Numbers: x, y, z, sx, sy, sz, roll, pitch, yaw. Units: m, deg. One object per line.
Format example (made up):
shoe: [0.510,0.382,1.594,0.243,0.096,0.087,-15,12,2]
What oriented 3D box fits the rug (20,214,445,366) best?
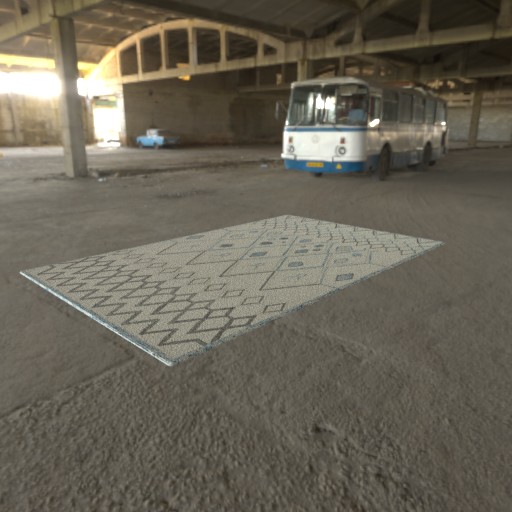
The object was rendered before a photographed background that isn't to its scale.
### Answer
rug: [0.000,0.000,2.941,1.524,0.015,2.439,15,22,42]
